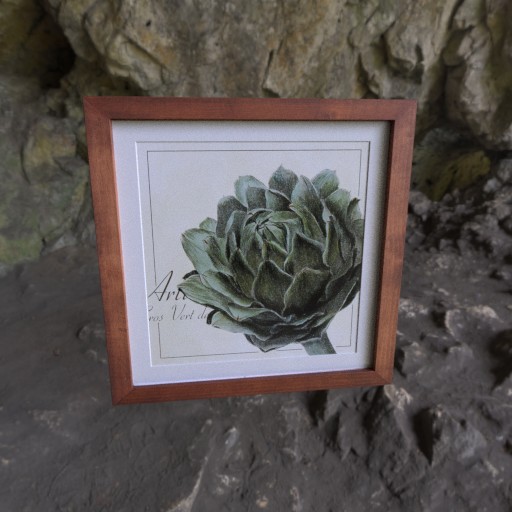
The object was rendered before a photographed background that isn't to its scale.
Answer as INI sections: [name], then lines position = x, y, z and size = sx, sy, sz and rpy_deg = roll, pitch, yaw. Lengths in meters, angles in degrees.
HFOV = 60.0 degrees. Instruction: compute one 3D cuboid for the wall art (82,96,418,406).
[wall art]
position = 0.000, 0.000, 0.576
size = 0.386, 0.385, 0.038
rpy_deg = -2, 15, -7
